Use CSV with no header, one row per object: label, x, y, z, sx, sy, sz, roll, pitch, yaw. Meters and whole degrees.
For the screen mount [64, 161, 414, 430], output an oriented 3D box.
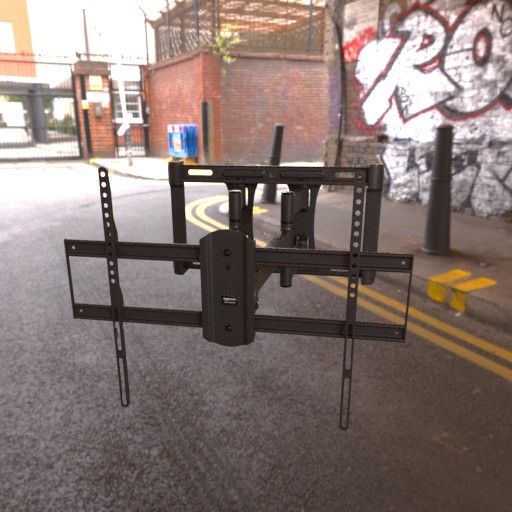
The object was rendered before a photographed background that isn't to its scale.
screen mount,0.000,0.000,1.117,0.661,0.491,0.644,3,17,9
